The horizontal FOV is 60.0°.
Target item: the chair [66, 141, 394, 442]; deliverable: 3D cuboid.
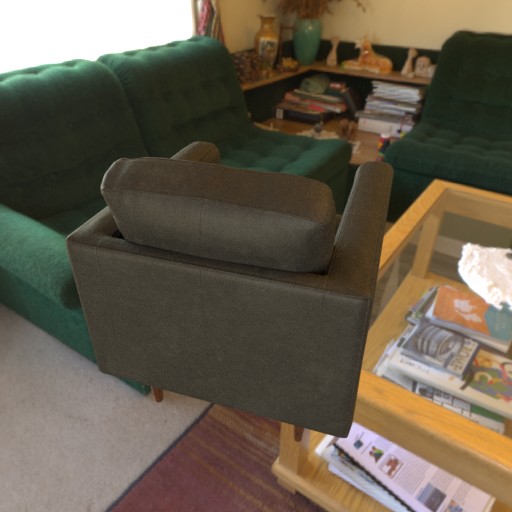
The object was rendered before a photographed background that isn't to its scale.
[{"bbox_3d":[0.000,0.000,1.547,0.831,0.898,0.879,10,35,15],"label":"chair"}]
